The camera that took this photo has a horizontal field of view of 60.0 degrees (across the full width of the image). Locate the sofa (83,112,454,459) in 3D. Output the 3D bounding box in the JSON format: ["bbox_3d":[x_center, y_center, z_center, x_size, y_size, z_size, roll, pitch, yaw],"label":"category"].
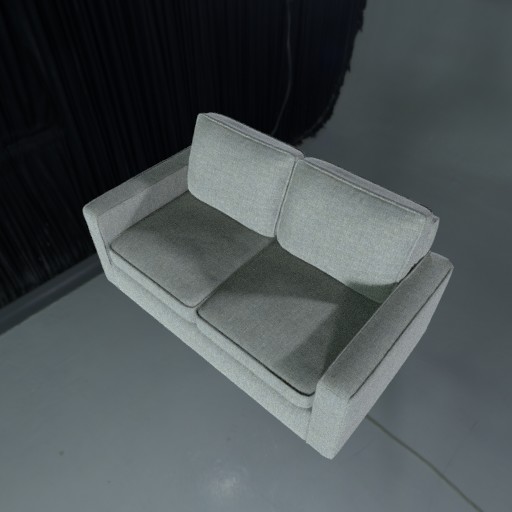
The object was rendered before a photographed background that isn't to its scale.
[{"bbox_3d":[0.000,0.000,2.311,1.706,0.915,0.945,32,53,27],"label":"sofa"}]
